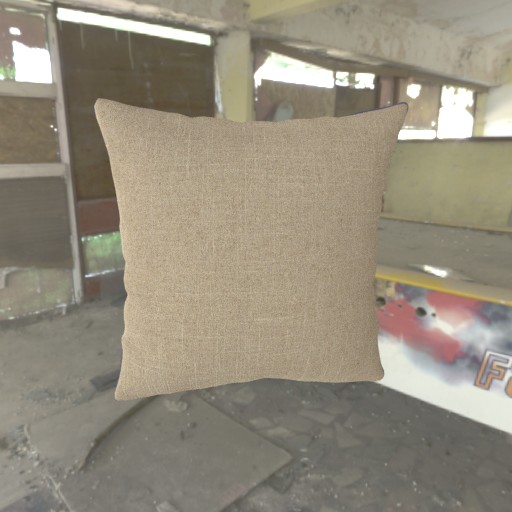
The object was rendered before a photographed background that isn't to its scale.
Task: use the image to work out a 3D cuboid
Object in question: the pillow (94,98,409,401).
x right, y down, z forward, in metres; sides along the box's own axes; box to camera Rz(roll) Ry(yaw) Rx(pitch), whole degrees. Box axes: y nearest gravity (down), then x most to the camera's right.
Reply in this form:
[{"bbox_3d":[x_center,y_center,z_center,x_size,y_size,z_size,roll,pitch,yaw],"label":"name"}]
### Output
[{"bbox_3d":[0.000,0.000,0.663,0.440,0.441,0.147,-2,14,-9],"label":"pillow"}]
